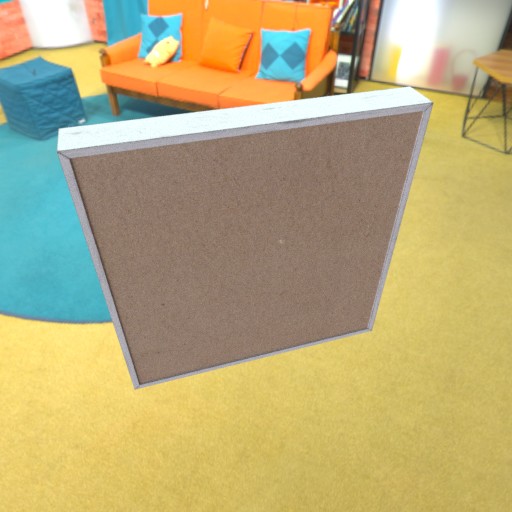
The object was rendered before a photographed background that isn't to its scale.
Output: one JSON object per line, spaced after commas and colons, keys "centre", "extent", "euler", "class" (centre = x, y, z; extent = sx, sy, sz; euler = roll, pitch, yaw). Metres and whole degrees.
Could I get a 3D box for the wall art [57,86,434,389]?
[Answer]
{"centre": [0.000, 0.000, 0.460], "extent": [0.305, 0.305, 0.038], "euler": [-11, 43, -12], "class": "wall art"}
